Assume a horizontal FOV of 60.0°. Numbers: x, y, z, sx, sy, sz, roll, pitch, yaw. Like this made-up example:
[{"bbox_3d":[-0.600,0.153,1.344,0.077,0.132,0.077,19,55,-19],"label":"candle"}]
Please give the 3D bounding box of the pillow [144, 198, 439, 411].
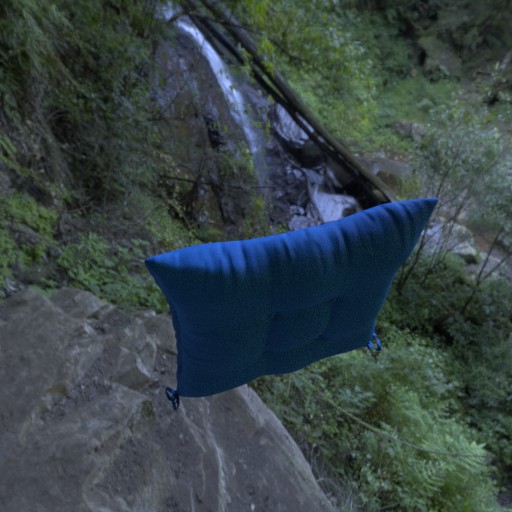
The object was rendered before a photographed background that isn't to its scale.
[{"bbox_3d":[0.000,0.000,1.047,0.541,0.536,0.585,-13,43,-14],"label":"pillow"}]
